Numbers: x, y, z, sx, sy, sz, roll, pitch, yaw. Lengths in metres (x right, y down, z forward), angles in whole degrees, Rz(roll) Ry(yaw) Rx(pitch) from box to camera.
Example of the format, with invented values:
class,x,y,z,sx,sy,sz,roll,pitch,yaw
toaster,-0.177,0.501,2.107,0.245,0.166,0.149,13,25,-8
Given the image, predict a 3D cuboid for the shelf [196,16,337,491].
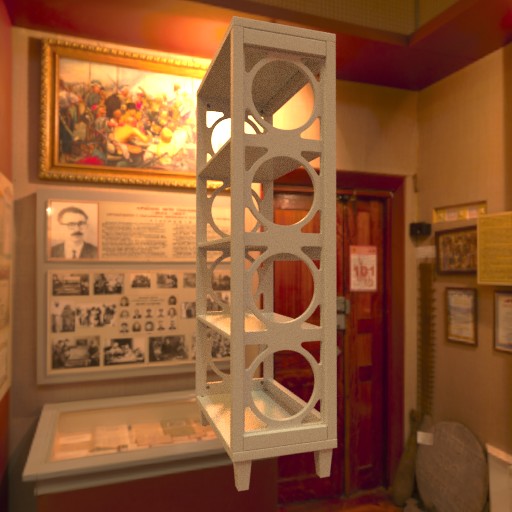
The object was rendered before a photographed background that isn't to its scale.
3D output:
class,x,y,z,sx,sy,sz,roll,pitch,yaw
shelf,0.000,0.000,1.642,0.340,1.411,0.611,0,-1,-18
